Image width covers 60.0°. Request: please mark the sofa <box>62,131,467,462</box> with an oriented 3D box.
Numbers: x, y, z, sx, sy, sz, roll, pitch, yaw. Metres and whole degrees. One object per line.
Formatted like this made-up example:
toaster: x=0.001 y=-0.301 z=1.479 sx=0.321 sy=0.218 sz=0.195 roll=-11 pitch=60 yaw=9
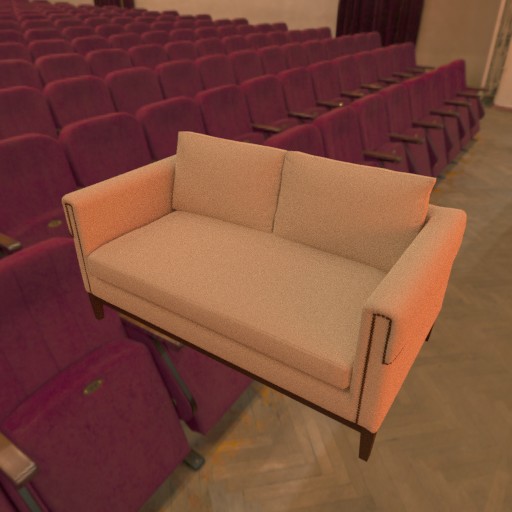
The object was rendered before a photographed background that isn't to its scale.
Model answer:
sofa: x=0.000 y=0.000 z=2.066 sx=1.598 sy=0.873 sz=0.905 roll=19 pitch=35 yaw=29
